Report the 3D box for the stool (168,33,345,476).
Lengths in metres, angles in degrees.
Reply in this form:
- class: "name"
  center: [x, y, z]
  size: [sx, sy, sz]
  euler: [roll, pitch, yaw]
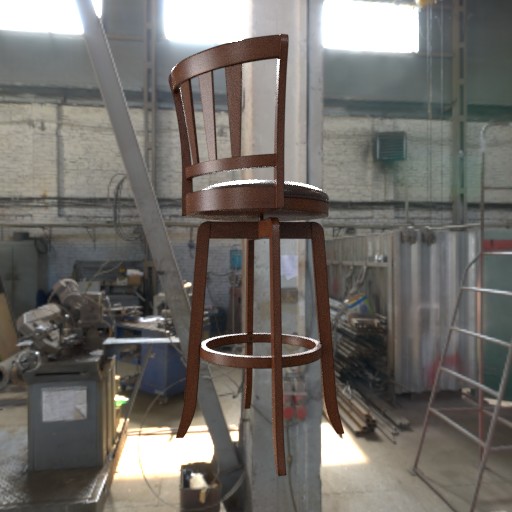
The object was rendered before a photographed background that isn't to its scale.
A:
- class: "stool"
  center: [0.000, 0.000, 1.435]
  size: [0.464, 1.177, 0.503]
  euler: [0, 0, 37]
